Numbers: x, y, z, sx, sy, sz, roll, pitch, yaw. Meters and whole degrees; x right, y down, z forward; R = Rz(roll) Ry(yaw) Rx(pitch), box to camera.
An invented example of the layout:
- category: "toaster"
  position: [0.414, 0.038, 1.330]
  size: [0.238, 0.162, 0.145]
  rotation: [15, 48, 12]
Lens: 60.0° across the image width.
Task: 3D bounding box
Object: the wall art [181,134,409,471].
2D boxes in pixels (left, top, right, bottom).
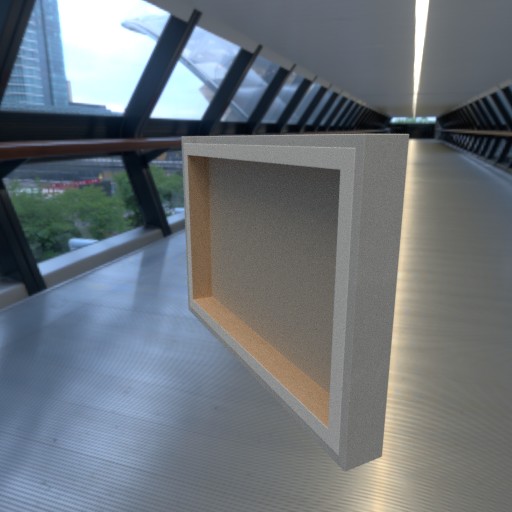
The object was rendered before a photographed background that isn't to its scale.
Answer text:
- category: "wall art"
  position: [0.000, 0.000, 0.486]
  size: [0.038, 0.254, 0.381]
  rotation: [-7, 16, -26]
